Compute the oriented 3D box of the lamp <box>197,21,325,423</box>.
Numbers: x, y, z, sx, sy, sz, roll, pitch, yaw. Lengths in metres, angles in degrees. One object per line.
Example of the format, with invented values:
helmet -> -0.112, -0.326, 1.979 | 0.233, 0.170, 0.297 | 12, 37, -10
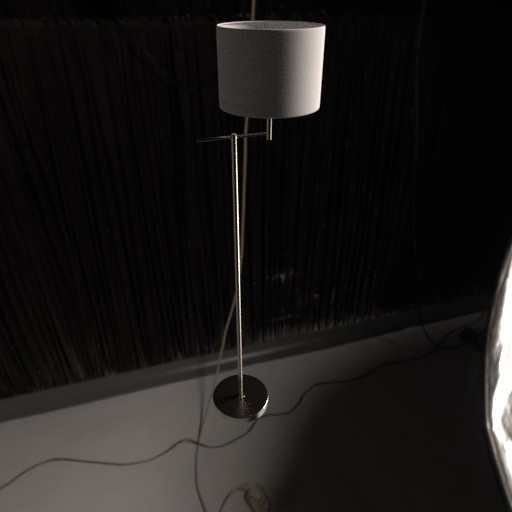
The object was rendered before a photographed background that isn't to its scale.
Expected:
lamp -> 0.000, 0.000, 1.727 | 0.416, 1.600, 0.324 | -10, 33, -16
